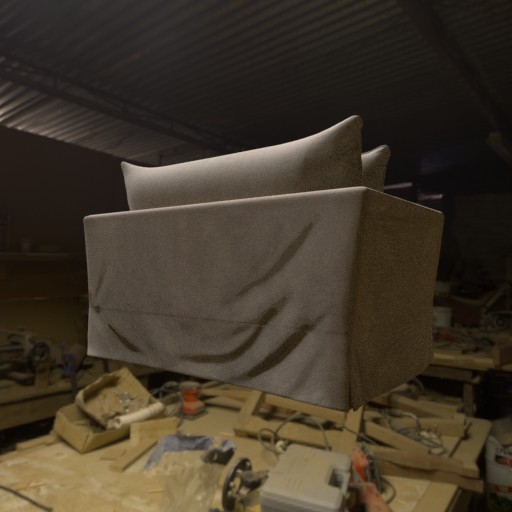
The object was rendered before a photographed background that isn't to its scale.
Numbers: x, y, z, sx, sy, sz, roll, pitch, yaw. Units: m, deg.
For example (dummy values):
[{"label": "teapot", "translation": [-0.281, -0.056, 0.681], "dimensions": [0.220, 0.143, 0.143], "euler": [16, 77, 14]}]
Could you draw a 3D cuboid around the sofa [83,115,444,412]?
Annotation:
[{"label": "sofa", "translation": [0.000, 0.000, 2.279], "dimensions": [1.608, 1.040, 1.035], "euler": [0, -1, 37]}]
